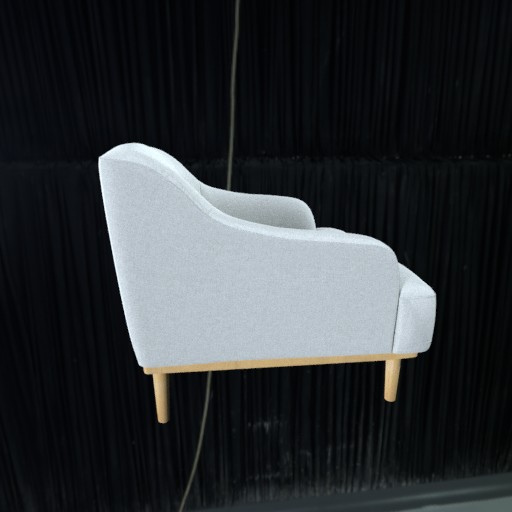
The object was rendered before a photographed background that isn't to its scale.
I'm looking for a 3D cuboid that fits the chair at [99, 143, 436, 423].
[{"bbox_3d":[0.000,0.000,1.655,0.951,0.818,0.946,-3,16,-10],"label":"chair"}]
